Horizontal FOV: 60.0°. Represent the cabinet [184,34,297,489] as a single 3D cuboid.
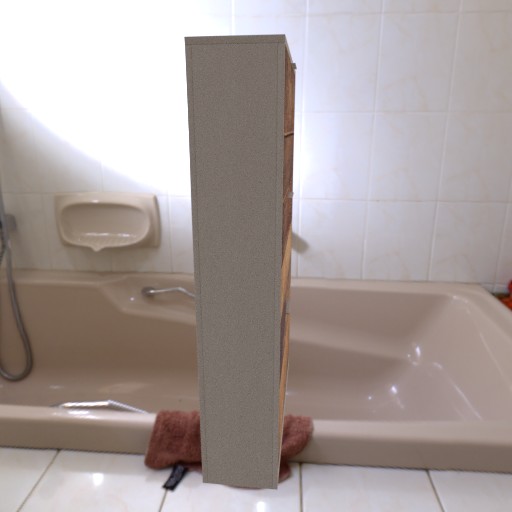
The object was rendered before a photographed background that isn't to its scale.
[{"bbox_3d":[0.000,0.000,1.559,0.250,1.280,0.750,2,17,6],"label":"cabinet"}]
